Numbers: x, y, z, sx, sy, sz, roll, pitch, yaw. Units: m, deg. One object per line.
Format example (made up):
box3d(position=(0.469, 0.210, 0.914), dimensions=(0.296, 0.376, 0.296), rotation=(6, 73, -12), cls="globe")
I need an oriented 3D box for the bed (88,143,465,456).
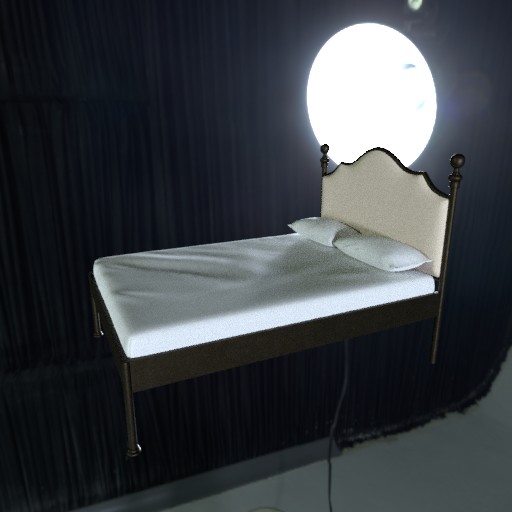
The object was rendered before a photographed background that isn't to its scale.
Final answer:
box3d(position=(0.000, 0.000, 3.139), dimensions=(2.170, 1.462, 1.533), rotation=(-8, 19, -25), cls="bed")
